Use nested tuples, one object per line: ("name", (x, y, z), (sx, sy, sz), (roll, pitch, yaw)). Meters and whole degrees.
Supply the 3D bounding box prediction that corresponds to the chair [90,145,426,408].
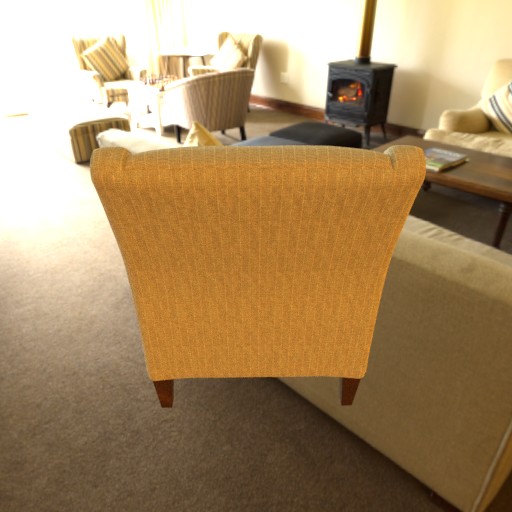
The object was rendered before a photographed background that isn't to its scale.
("chair", (0.000, 0.000, 1.578), (0.774, 1.014, 0.870), (0, 31, -1))
